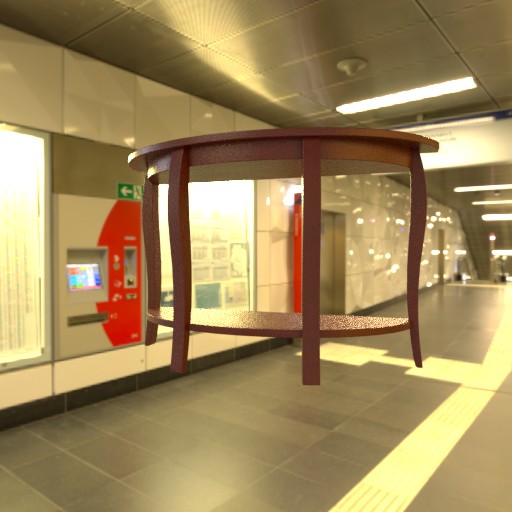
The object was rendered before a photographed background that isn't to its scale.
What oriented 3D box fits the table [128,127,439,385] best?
[{"bbox_3d":[0.000,0.000,1.572,1.219,0.779,0.405,0,1,19],"label":"table"}]
